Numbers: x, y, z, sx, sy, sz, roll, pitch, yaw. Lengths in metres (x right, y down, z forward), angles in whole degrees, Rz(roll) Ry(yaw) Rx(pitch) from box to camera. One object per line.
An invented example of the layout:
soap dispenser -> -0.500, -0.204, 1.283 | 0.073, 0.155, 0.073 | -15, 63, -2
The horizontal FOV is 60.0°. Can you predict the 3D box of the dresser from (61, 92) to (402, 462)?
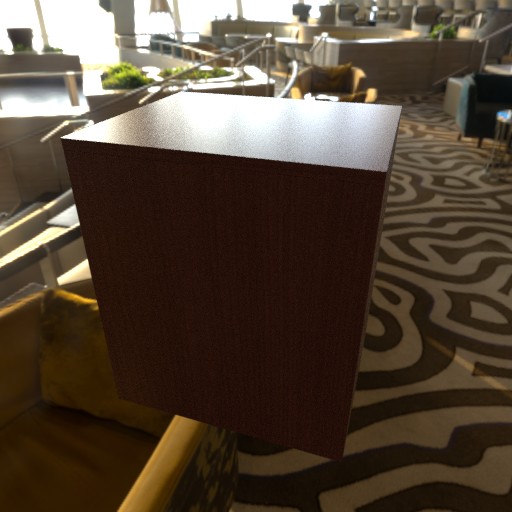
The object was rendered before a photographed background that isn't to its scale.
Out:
dresser -> 0.000, 0.000, 0.770 | 0.400, 0.470, 0.360 | 10, 32, 16
